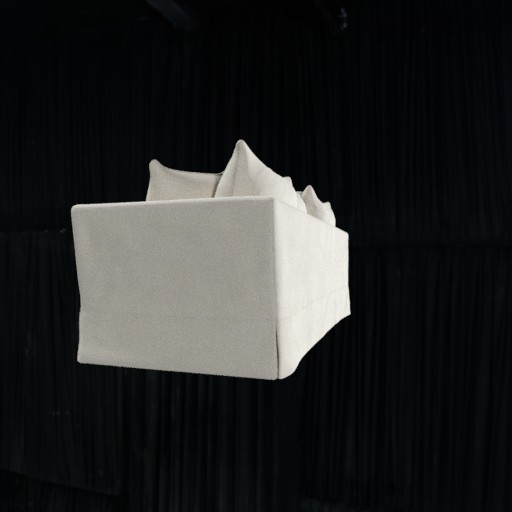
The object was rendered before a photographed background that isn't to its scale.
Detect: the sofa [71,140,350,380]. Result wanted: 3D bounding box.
[{"bbox_3d":[0.000,0.000,3.080,1.046,1.047,2.499,0,-1,18],"label":"sofa"}]
